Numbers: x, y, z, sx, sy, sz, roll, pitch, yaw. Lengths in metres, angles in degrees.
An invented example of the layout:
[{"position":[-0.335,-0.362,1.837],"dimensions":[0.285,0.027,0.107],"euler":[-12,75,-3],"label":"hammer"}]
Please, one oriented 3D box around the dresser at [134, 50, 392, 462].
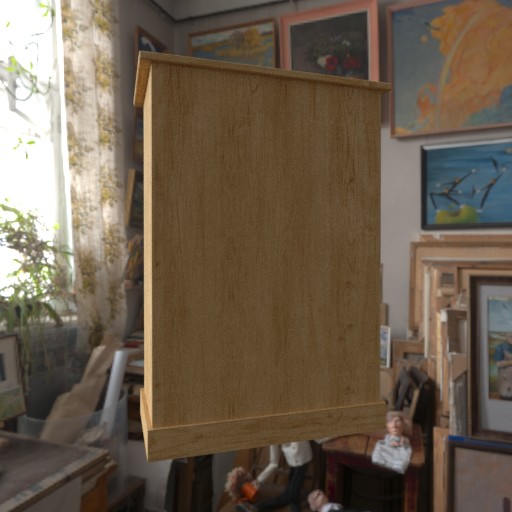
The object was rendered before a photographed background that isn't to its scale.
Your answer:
[{"position":[0.000,0.000,1.757],"dimensions":[0.915,1.300,0.485],"euler":[0,1,-17],"label":"dresser"}]
